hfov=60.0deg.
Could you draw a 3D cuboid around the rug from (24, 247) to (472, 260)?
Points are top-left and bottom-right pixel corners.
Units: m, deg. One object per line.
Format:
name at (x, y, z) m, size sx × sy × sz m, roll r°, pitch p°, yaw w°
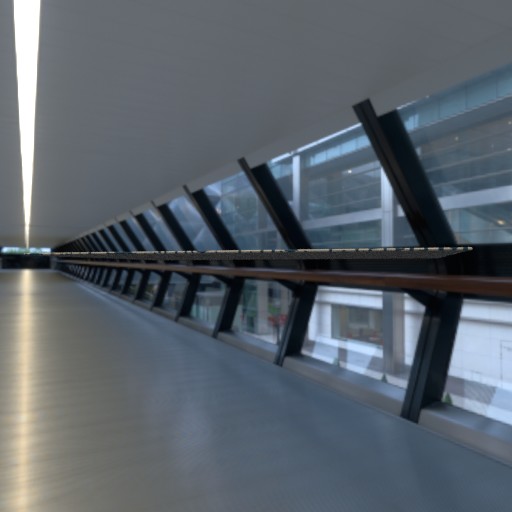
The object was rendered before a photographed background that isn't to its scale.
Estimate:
rug at (0.000, 0.000, 3.008) m, size 2.435 × 0.011 × 1.517 m, roll -1°, pitch -2°, yaw 17°
